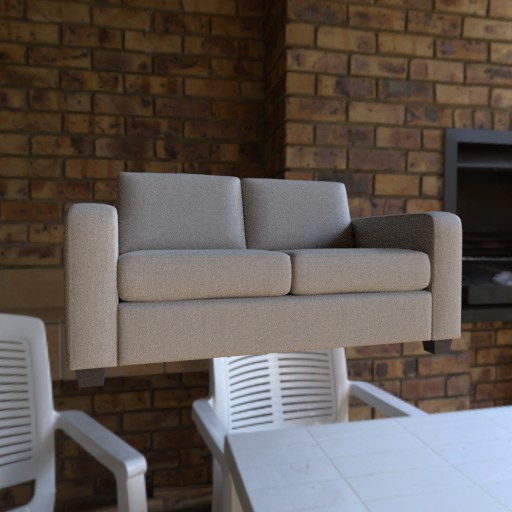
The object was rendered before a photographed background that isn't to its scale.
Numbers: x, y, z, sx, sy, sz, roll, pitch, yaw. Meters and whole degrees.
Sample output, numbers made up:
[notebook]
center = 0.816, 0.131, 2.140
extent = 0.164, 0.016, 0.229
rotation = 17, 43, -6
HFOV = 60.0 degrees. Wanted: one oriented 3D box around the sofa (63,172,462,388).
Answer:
[sofa]
center = 0.000, 0.000, 2.021
extent = 1.540, 0.800, 0.900
rotation = -1, 2, -18
